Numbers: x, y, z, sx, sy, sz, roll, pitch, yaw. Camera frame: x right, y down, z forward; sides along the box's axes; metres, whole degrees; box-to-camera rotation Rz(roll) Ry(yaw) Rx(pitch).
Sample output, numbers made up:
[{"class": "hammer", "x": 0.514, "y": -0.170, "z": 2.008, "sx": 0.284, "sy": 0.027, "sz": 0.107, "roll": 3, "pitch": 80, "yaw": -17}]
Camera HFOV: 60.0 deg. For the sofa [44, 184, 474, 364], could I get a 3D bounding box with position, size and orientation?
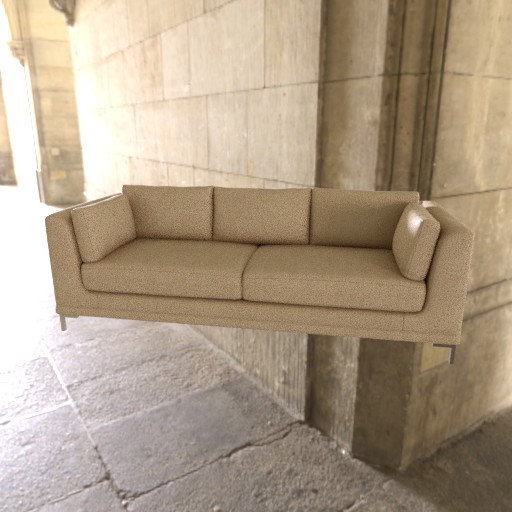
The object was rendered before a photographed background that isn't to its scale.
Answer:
[{"class": "sofa", "x": 0.000, "y": 0.000, "z": 2.958, "sx": 2.415, "sy": 0.867, "sz": 0.969, "roll": 3, "pitch": 17, "yaw": 10}]
